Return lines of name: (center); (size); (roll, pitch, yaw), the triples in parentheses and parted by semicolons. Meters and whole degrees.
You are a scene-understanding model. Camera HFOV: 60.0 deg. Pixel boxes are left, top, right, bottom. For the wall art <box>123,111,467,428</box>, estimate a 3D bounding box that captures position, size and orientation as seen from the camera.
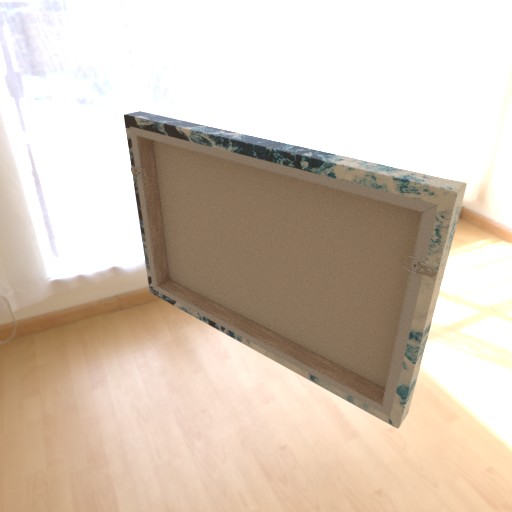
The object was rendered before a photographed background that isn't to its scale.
wall art: (0.000, 0.000, 0.779); (0.609, 0.407, 0.043); (22, 37, 32)
